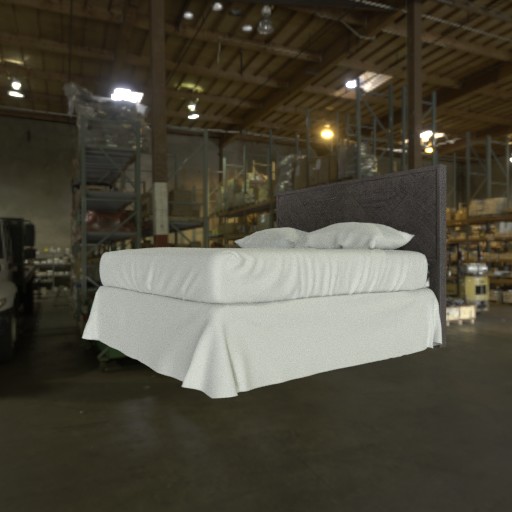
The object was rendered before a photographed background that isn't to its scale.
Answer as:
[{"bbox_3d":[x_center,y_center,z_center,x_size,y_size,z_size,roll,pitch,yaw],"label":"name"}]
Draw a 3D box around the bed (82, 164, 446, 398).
[{"bbox_3d":[0.000,0.000,2.911,1.785,1.142,1.772,0,0,-37],"label":"bed"}]
